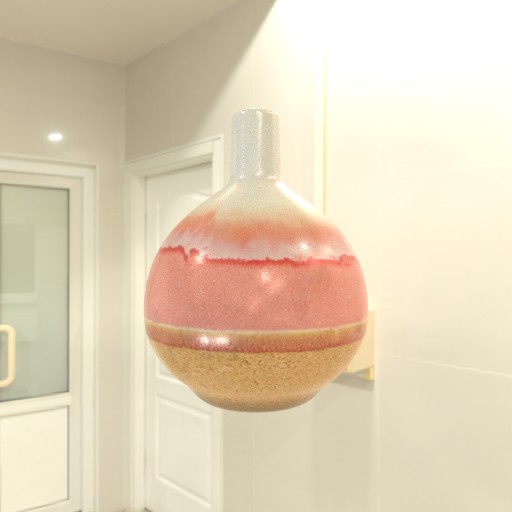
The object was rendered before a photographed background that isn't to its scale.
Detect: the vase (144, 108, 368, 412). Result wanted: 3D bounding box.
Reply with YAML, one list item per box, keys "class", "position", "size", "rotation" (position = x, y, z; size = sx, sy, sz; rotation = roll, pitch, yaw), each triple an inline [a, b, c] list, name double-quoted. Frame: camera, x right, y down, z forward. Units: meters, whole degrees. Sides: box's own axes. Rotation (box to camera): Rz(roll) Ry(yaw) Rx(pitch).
- class: "vase"
  position: [0.000, 0.000, 0.278]
  size: [0.137, 0.176, 0.137]
  rotation: [0, 0, 0]
